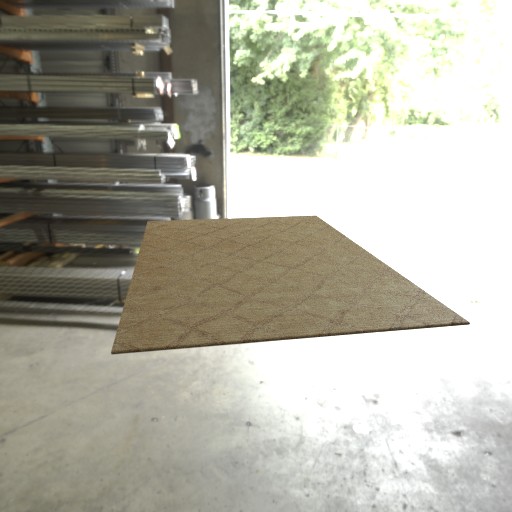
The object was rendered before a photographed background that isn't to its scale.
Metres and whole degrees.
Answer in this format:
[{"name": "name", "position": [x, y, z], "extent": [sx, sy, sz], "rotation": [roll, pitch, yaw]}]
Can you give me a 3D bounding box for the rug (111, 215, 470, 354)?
[{"name": "rug", "position": [0.000, 0.000, 2.910], "extent": [1.528, 0.014, 2.292], "rotation": [-3, 18, -9]}]
